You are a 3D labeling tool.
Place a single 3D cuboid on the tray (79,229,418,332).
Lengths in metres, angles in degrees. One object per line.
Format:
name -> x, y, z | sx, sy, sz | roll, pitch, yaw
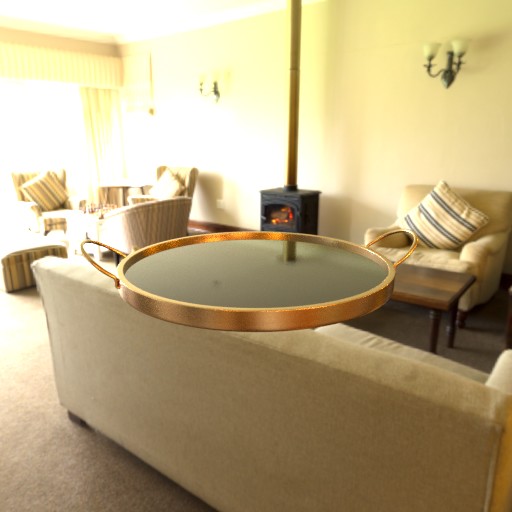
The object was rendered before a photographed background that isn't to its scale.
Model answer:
tray -> 0.000, 0.000, 0.726 | 0.543, 0.069, 0.438 | -2, 16, -9
